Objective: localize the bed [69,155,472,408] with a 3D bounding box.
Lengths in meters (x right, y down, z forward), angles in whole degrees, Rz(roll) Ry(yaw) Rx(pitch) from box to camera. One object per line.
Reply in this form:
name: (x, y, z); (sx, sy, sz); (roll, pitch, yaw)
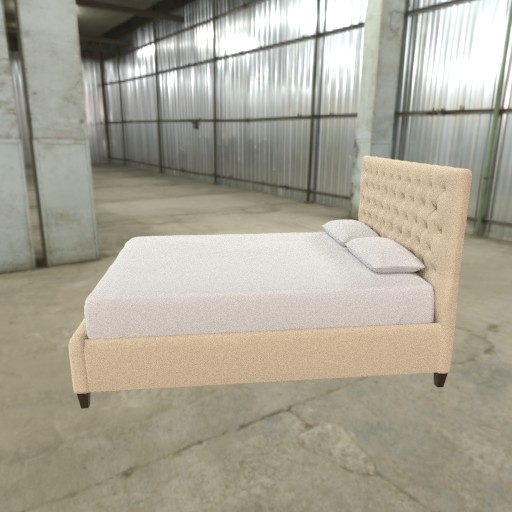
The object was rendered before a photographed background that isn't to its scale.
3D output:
bed: (0.000, 0.000, 3.417); (2.387, 1.427, 1.698); (-2, 15, -6)
